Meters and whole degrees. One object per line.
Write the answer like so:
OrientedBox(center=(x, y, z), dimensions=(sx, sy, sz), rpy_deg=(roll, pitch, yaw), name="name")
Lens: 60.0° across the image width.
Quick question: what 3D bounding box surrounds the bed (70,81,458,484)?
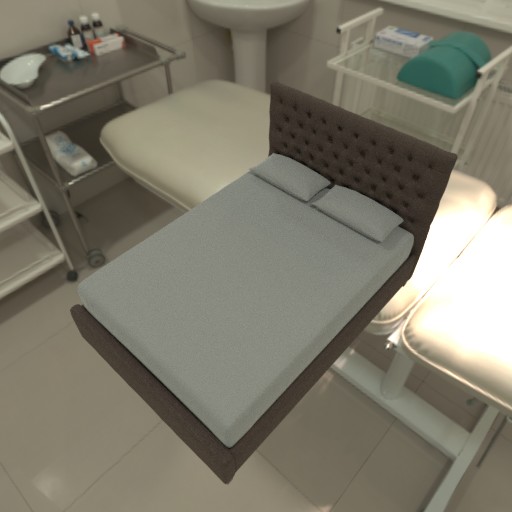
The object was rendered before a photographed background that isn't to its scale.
OrientedBox(center=(0.000, 0.000, 3.368), dimensions=(1.698, 1.427, 2.387), rpy_deg=(34, 55, 28), name="bed")
